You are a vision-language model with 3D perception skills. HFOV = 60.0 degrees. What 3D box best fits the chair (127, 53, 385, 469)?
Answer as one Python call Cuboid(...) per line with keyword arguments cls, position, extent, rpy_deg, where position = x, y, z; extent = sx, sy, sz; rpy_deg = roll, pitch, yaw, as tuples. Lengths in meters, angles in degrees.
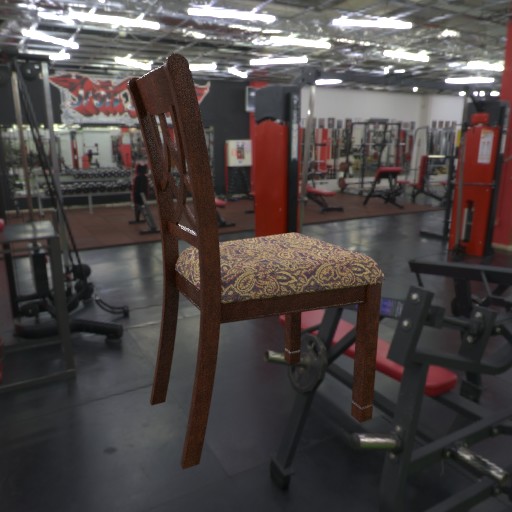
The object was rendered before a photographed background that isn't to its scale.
Cuboid(cls="chair", position=(0.000, 0.000, 1.270), extent=(0.584, 0.965, 0.457), rpy_deg=(-7, 16, -26))
